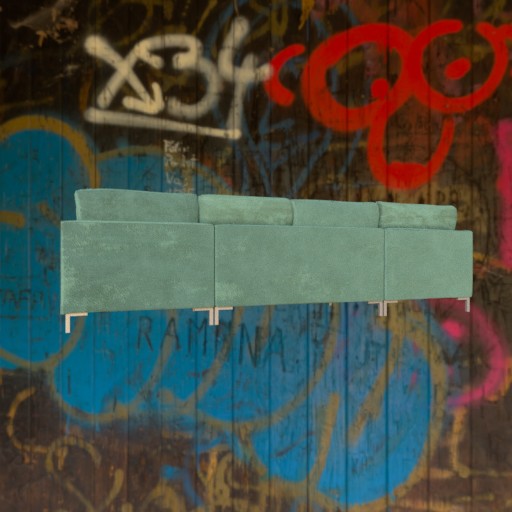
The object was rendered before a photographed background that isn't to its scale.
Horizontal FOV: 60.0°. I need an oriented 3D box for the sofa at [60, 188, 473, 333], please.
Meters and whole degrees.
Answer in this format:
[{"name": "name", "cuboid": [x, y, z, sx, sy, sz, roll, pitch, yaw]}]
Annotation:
[{"name": "sofa", "cuboid": [0.000, 0.000, 4.377, 3.434, 0.992, 2.055, 0, 0, -19]}]
